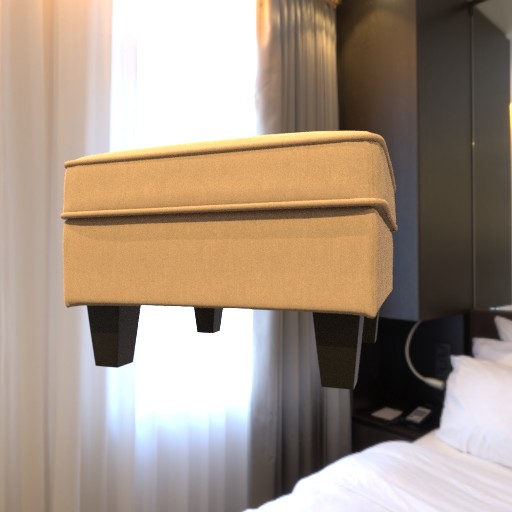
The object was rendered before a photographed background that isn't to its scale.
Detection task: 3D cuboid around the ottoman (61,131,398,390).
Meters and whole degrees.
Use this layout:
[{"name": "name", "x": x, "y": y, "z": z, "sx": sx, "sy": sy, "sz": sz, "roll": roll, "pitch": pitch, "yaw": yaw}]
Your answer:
[{"name": "ottoman", "x": 0.000, "y": 0.000, "z": 1.026, "sx": 0.613, "sy": 0.438, "sz": 0.616, "roll": 0, "pitch": -1, "yaw": 19}]
